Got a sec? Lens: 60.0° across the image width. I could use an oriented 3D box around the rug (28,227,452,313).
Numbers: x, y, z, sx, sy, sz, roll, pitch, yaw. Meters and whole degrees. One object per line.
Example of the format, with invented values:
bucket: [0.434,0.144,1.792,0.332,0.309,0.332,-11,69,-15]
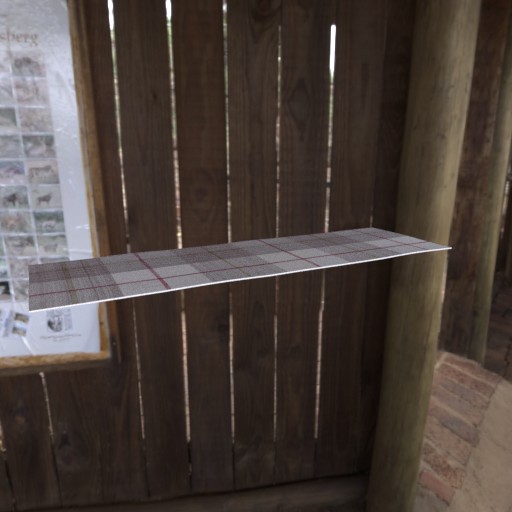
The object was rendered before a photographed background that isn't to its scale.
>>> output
rug: [0.000,0.000,2.649,2.439,0.013,0.762,-7,16,-26]
